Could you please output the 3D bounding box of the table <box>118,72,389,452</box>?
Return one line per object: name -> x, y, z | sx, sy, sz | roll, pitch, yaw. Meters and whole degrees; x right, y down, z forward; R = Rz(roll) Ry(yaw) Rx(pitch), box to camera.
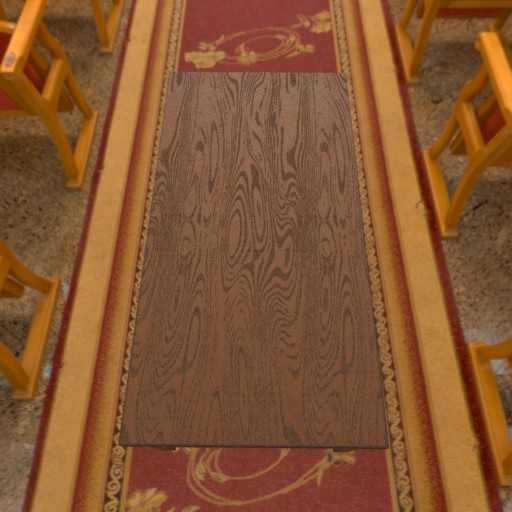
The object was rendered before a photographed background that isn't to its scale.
table -> 0.000, 0.000, 2.440 | 1.016, 0.762, 1.981 | 0, 63, 0
